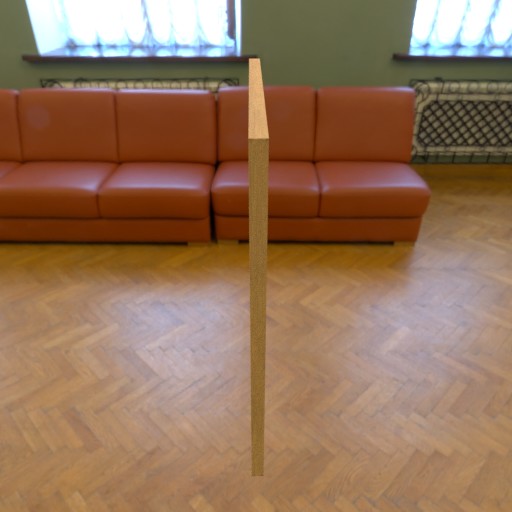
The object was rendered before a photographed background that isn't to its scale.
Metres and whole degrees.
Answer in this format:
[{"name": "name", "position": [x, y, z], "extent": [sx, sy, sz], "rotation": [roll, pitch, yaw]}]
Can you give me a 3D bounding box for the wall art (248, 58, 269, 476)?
[{"name": "wall art", "position": [0.000, 0.000, 0.767], "extent": [0.020, 0.561, 0.460], "rotation": [0, 33, -1]}]
